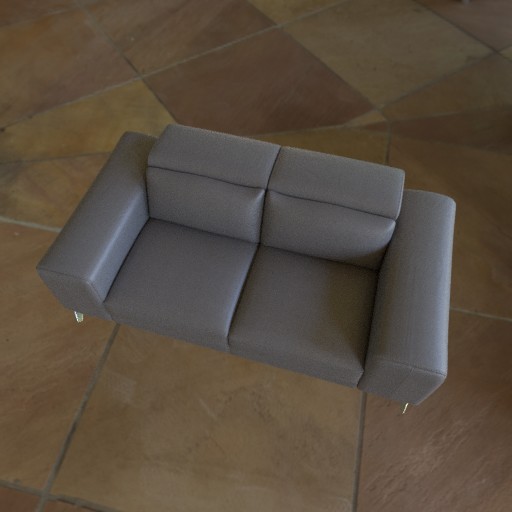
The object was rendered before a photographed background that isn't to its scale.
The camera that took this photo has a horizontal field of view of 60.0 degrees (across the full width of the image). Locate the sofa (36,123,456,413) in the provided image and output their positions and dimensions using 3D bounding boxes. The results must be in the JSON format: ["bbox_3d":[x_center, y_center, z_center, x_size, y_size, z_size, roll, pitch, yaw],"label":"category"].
[{"bbox_3d":[0.000,0.000,2.380,1.930,0.753,1.024,14,58,9],"label":"sofa"}]
